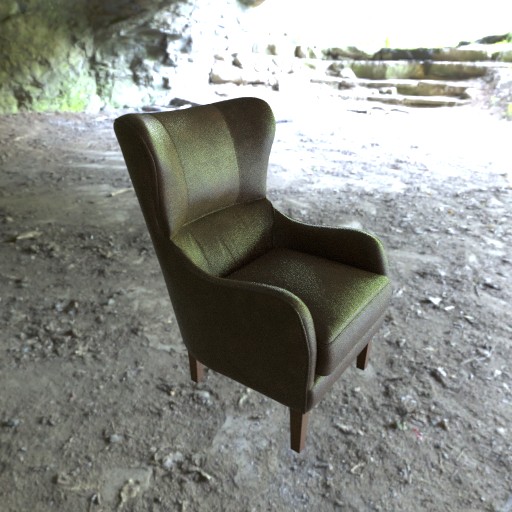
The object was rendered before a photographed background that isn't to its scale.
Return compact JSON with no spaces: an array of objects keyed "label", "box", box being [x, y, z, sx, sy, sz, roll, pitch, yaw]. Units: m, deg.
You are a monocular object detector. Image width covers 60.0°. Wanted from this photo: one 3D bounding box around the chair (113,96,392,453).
[{"label":"chair","box":[0.000,0.000,1.661,0.914,1.048,0.692,18,31,32]}]
